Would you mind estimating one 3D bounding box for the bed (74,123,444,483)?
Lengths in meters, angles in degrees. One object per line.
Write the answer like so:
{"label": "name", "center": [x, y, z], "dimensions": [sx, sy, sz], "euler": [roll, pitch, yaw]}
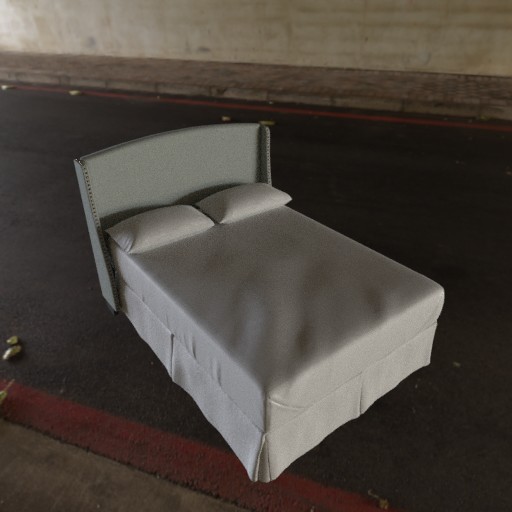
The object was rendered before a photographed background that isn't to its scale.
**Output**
{"label": "bed", "center": [0.000, 0.000, 3.274], "dimensions": [1.710, 1.407, 2.237], "euler": [-22, 37, -31]}
